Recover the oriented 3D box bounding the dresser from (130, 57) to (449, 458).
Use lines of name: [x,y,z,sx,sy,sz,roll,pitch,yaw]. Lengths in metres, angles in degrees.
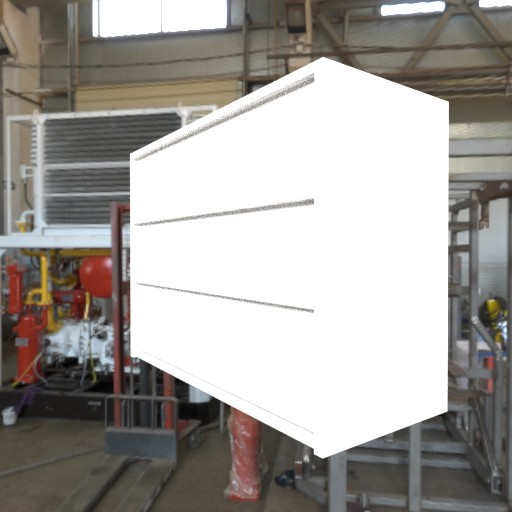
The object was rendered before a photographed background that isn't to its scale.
dresser: [0.000,0.000,1.485,0.460,0.820,1.100,0,1,-36]
